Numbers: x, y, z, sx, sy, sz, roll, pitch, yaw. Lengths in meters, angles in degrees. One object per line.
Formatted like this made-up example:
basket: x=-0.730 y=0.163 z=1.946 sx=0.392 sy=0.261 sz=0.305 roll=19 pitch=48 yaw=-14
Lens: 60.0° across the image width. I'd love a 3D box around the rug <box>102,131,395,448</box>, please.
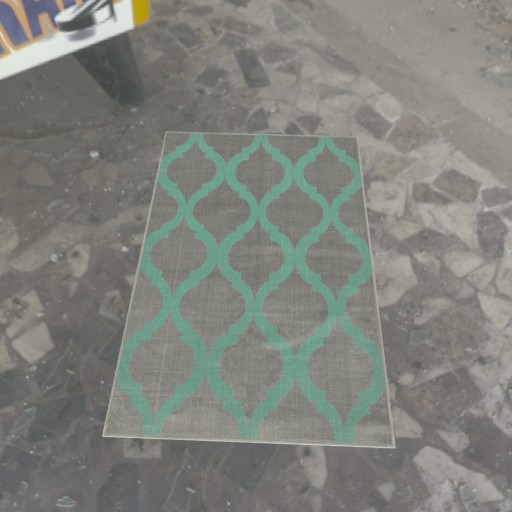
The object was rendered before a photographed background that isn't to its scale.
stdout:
rug: x=0.000 y=0.000 z=2.909 sx=1.524 sy=0.006 sz=2.286 roll=2 pitch=58 yaw=1
